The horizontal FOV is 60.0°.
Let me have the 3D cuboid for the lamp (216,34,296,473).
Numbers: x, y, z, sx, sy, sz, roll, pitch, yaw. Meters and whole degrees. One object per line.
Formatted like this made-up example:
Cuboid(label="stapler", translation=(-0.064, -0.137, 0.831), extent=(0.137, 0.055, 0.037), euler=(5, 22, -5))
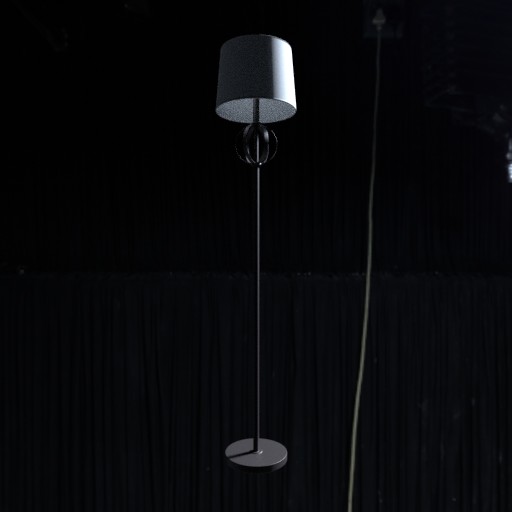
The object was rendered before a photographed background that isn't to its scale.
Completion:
Cuboid(label="lamp", translation=(0.000, 0.000, 1.594), extent=(0.286, 1.462, 0.286), euler=(0, 1, 0))
